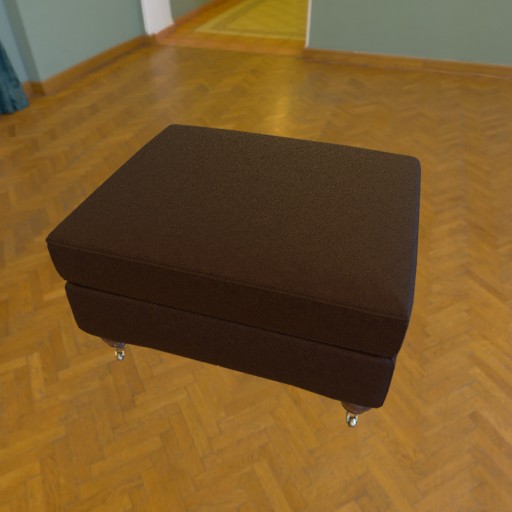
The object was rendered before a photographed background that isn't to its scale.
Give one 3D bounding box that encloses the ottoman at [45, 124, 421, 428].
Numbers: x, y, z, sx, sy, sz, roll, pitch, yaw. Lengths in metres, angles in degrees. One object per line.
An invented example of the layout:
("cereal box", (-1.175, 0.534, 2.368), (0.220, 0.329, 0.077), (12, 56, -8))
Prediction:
("ottoman", (0.000, 0.000, 1.860), (1.187, 0.730, 0.967), (11, 41, 13))
